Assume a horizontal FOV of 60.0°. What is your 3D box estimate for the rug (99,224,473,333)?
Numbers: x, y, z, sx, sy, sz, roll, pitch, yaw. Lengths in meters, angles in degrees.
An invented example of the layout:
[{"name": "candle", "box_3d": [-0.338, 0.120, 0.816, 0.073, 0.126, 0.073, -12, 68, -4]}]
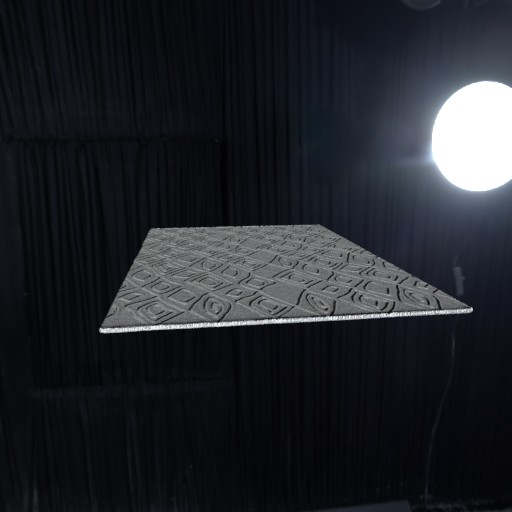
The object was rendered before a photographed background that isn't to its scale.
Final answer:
[{"name": "rug", "box_3d": [0.000, 0.000, 2.288, 1.224, 0.016, 1.832, -2, 13, -8]}]
